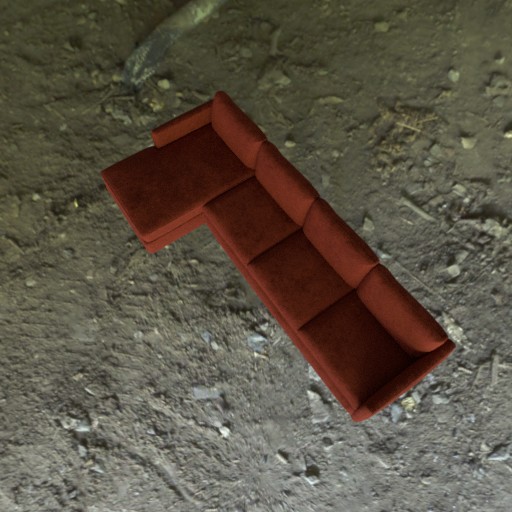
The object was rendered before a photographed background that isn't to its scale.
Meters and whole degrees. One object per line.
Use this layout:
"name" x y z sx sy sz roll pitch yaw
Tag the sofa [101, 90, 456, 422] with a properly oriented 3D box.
"sofa" 0.000 0.000 2.988 1.136 0.663 2.467 -32 68 -15
